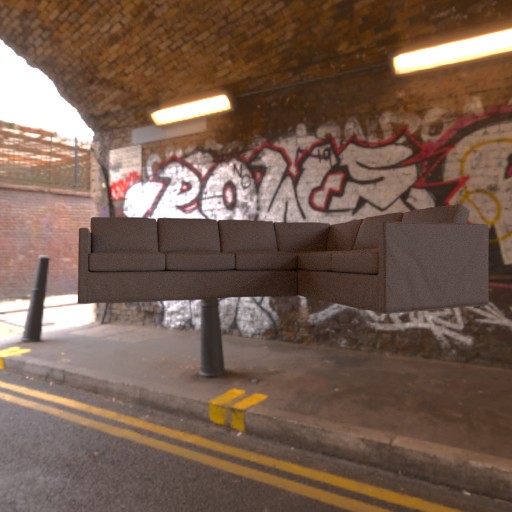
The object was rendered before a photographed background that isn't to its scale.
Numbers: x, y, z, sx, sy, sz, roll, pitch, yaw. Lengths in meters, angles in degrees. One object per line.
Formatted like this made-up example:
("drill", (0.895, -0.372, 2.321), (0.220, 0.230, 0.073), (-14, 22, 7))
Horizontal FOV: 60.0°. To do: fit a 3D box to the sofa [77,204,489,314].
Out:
("sofa", (0.000, 0.000, 4.214), (3.182, 0.871, 2.432), (0, 0, -19))
